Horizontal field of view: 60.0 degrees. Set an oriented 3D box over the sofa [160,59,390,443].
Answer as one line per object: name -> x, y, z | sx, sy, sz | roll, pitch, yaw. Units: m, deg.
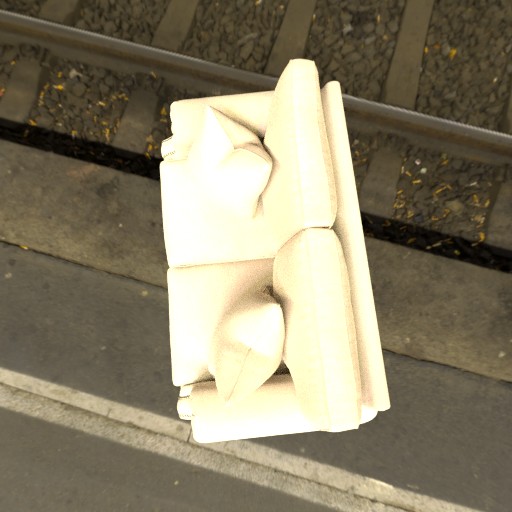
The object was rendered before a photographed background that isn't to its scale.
sofa -> 0.000, 0.000, 2.261 | 0.966, 0.966, 1.701 | -6, 78, -1
